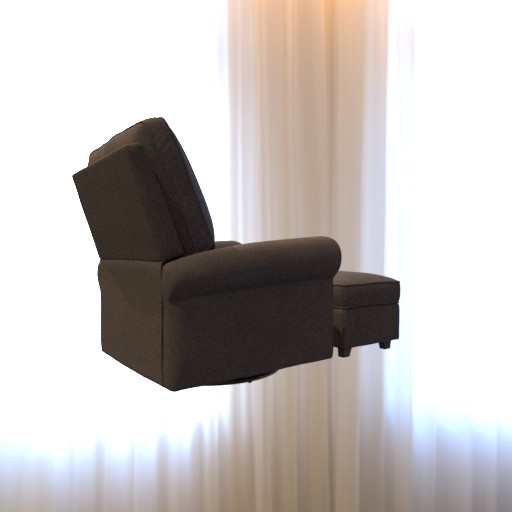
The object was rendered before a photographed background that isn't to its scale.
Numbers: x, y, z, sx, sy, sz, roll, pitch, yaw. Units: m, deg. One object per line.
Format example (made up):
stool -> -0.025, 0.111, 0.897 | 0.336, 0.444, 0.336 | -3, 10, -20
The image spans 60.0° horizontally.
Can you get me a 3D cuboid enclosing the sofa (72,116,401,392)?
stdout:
sofa -> 0.000, 0.000, 2.071 | 1.478, 0.959, 0.880 | 0, 0, -36
